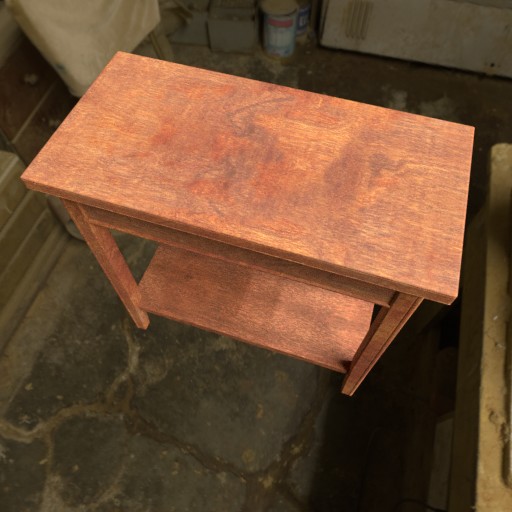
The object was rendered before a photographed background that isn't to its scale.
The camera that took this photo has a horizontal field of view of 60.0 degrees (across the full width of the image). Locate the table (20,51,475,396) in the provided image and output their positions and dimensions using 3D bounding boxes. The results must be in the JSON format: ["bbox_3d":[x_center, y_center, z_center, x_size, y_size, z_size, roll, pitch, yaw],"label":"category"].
[{"bbox_3d":[0.000,0.000,0.918,0.610,0.610,0.305,16,60,9],"label":"table"}]
